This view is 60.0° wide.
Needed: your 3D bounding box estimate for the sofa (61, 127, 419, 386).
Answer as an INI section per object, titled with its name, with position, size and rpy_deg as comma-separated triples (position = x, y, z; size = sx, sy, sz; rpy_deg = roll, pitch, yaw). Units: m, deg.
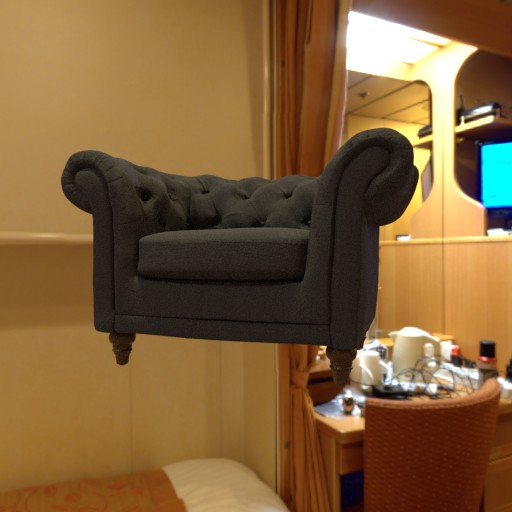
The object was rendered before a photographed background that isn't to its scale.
[sofa]
position = 0.000, 0.000, 2.044
size = 1.405, 0.878, 1.032
rpy_deg = 0, 0, 18
